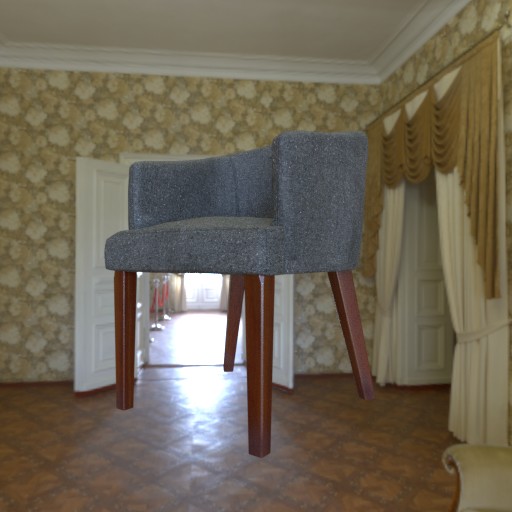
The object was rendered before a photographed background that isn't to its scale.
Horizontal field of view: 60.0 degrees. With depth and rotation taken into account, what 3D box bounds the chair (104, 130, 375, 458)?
[{"bbox_3d":[0.000,0.000,1.266,0.583,0.811,0.655,0,-1,37],"label":"chair"}]
